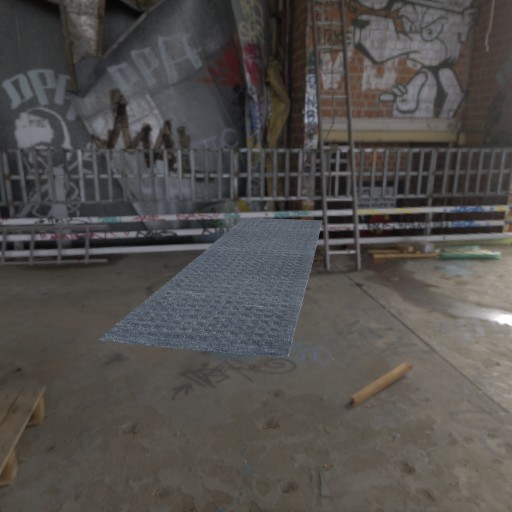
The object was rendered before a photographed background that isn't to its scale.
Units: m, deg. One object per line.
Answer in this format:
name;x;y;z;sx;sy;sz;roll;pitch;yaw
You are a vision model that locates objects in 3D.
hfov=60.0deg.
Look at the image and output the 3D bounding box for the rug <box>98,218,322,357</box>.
rug;0.000;0.000;2.677;0.688;0.008;2.443;3;16;10
